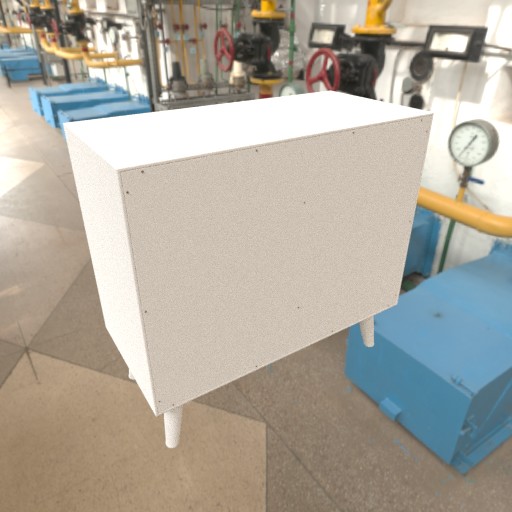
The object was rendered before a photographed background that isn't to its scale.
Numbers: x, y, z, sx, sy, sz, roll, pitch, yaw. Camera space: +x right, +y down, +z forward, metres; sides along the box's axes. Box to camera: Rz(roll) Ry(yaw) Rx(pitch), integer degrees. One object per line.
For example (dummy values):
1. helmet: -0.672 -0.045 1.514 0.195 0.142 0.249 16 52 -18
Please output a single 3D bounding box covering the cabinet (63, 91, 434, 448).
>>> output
1. cabinet: 0.000 0.000 1.245 0.800 0.761 0.398 -18 34 -28
